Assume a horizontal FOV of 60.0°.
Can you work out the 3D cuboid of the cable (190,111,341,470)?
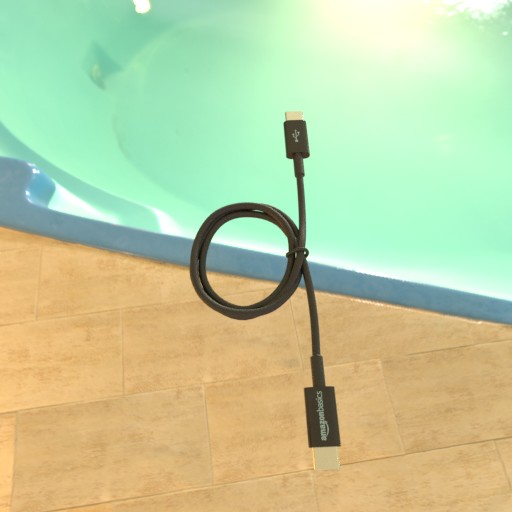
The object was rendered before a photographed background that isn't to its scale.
[{"bbox_3d":[0.000,0.000,0.231,0.070,0.014,0.203,-2,64,-1],"label":"cable"}]
